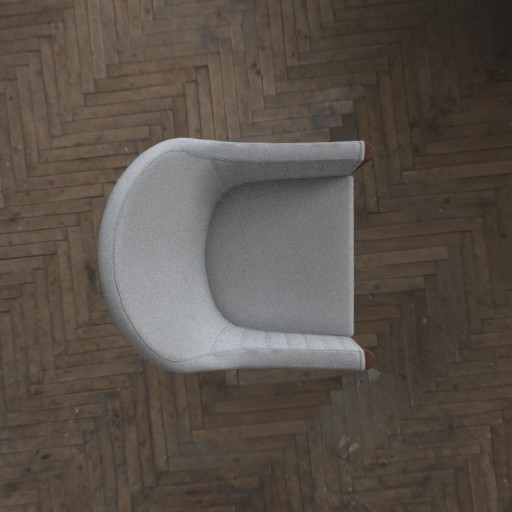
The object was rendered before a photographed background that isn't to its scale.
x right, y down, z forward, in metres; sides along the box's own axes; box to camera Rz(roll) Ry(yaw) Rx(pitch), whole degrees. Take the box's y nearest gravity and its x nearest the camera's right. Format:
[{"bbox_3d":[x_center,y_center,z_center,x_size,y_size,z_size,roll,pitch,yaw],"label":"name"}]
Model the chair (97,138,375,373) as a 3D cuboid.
[{"bbox_3d":[0.000,0.000,1.312,0.620,0.889,0.610,0,90,1],"label":"chair"}]
